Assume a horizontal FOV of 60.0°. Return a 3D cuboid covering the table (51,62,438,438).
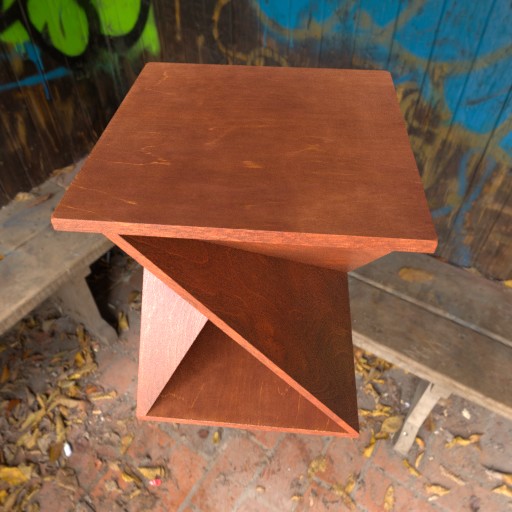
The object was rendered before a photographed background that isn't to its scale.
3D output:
[{"bbox_3d":[0.000,0.000,0.818,0.427,0.520,0.427,4,46,3],"label":"table"}]
